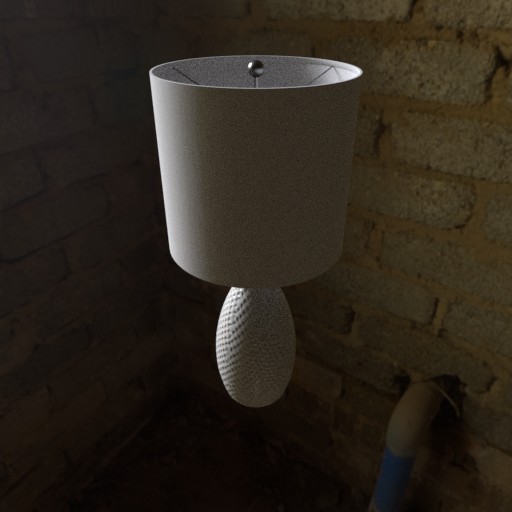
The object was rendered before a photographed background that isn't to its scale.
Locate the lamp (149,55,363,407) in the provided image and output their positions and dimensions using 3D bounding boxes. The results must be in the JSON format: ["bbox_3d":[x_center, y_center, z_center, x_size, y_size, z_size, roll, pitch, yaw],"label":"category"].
[{"bbox_3d":[0.000,0.000,0.571,0.214,0.466,0.214,-2,31,-3],"label":"lamp"}]
